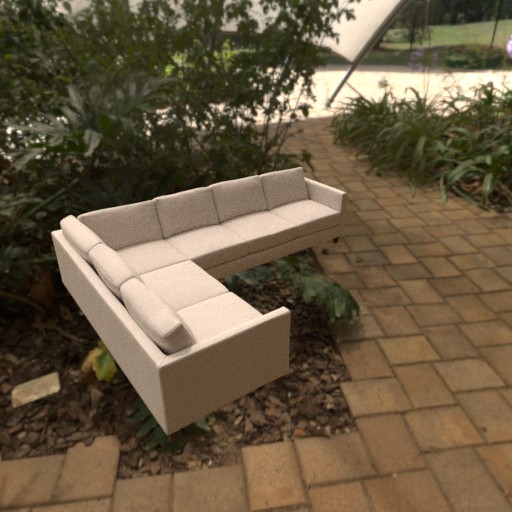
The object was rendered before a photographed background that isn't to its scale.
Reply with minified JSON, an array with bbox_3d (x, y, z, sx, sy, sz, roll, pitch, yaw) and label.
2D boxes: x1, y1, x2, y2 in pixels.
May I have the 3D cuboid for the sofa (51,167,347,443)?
[{"bbox_3d":[0.000,0.000,4.376,3.182,0.863,2.432,-19,33,-32],"label":"sofa"}]
